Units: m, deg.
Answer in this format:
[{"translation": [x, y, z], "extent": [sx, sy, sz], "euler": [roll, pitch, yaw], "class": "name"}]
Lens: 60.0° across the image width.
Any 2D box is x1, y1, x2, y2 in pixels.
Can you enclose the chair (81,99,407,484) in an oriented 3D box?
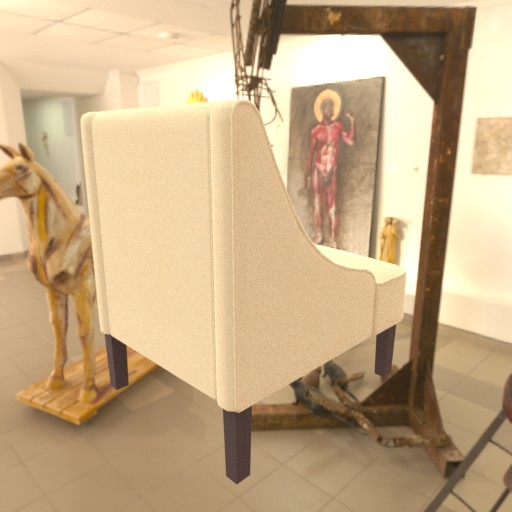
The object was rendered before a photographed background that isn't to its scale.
[{"translation": [0.000, 0.000, 1.439], "extent": [0.689, 0.886, 0.806], "euler": [14, 20, 43], "class": "chair"}]
